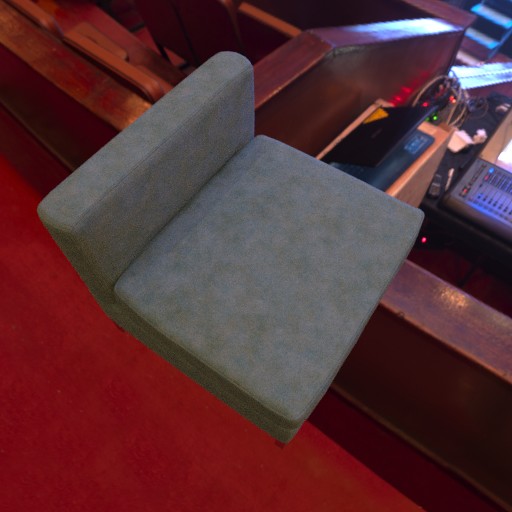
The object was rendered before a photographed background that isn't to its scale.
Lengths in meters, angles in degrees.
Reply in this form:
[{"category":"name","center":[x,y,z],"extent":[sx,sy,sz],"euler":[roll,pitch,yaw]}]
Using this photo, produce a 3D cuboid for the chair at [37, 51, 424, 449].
[{"category":"chair","center":[0.000,0.000,1.212],"extent":[0.685,0.660,0.684],"euler":[31,64,17]}]
